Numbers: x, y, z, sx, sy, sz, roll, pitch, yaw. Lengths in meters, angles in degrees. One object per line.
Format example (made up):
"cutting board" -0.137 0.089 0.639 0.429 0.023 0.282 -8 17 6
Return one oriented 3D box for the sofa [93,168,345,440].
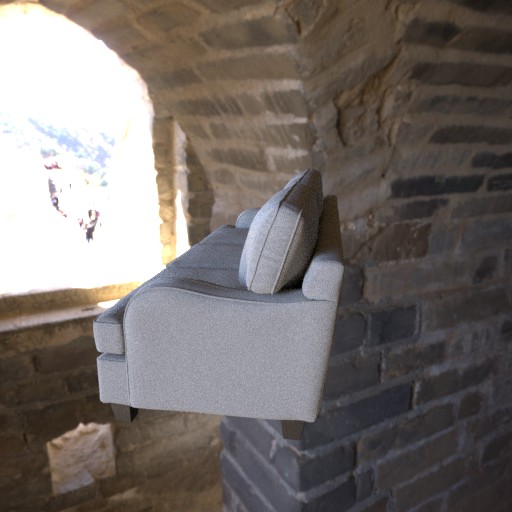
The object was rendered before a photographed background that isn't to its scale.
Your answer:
"sofa" 0.000 0.000 2.803 1.016 0.997 2.323 2 14 9
